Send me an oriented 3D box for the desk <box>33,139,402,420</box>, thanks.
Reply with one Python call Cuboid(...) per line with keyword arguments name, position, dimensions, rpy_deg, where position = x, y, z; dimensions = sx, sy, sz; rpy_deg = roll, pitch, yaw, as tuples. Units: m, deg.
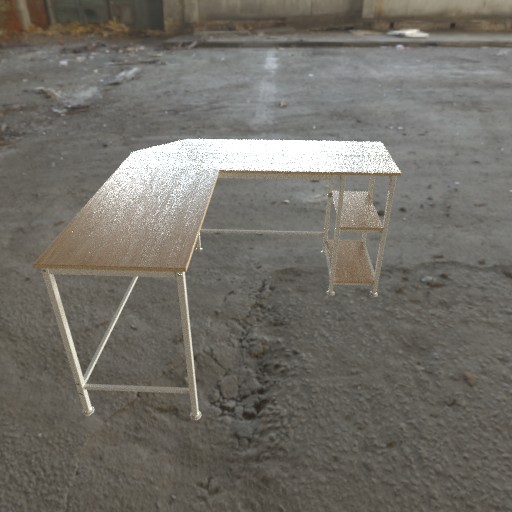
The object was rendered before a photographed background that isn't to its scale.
Cuboid(name="desk", position=(0.000, 0.000, 2.184), dimensions=(1.379, 0.739, 1.379), rpy_deg=(1, 32, 2))
